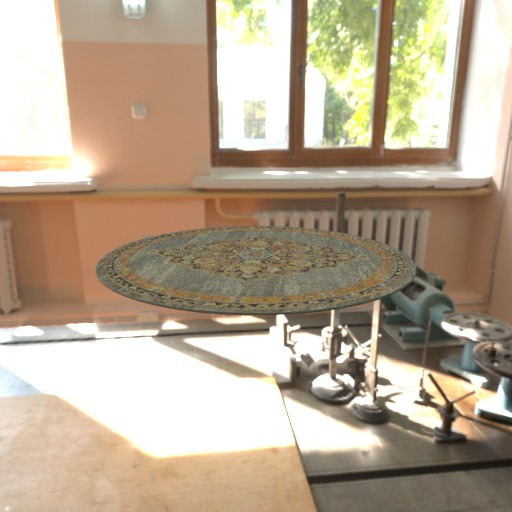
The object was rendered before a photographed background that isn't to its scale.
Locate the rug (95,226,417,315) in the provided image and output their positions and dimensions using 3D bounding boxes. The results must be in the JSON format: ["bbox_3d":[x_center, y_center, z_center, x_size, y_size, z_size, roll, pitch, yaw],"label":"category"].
[{"bbox_3d":[0.000,0.000,2.336,1.598,0.010,1.598,0,15,0],"label":"rug"}]
